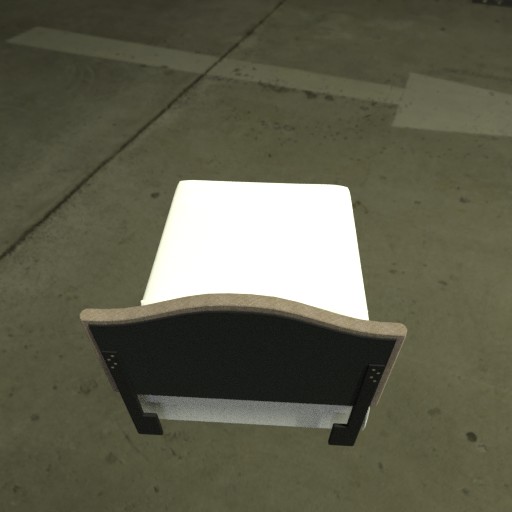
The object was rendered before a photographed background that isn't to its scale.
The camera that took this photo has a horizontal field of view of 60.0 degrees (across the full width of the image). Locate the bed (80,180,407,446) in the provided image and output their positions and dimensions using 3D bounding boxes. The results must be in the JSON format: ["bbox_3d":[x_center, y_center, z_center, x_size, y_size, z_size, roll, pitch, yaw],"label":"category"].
[{"bbox_3d":[0.000,0.000,3.329,1.713,1.518,2.153,2,46,2],"label":"bed"}]
